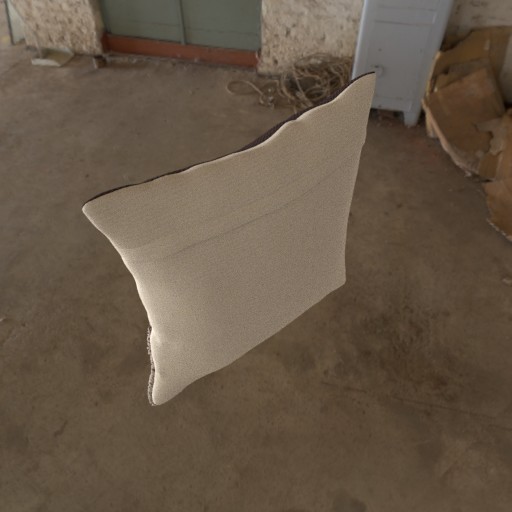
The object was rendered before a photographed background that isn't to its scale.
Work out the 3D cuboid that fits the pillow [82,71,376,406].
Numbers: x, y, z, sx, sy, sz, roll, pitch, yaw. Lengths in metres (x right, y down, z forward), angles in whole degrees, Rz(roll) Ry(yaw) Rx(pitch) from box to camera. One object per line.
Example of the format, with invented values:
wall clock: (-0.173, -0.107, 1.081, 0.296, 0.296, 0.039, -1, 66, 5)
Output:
pillow: (0.000, 0.000, 0.722, 0.475, 0.473, 0.178, -31, 54, -26)
